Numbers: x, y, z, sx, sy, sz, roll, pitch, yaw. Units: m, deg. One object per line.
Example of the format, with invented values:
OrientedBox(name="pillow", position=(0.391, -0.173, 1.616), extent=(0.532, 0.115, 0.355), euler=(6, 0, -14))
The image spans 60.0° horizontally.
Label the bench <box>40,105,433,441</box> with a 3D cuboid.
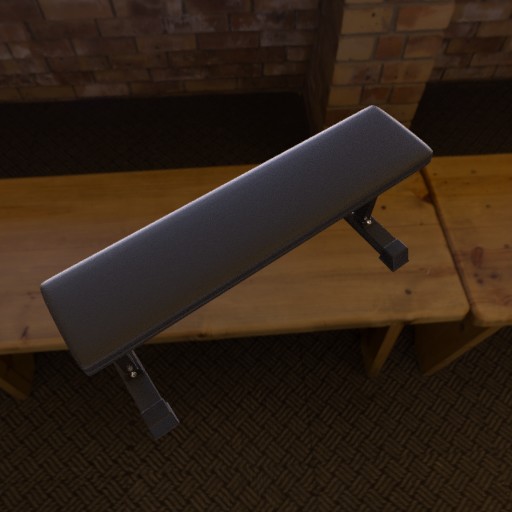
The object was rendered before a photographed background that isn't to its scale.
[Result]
OrientedBox(name="bench", position=(0.000, 0.000, 1.306), extent=(1.072, 0.453, 0.439), euler=(-32, 63, -18))
